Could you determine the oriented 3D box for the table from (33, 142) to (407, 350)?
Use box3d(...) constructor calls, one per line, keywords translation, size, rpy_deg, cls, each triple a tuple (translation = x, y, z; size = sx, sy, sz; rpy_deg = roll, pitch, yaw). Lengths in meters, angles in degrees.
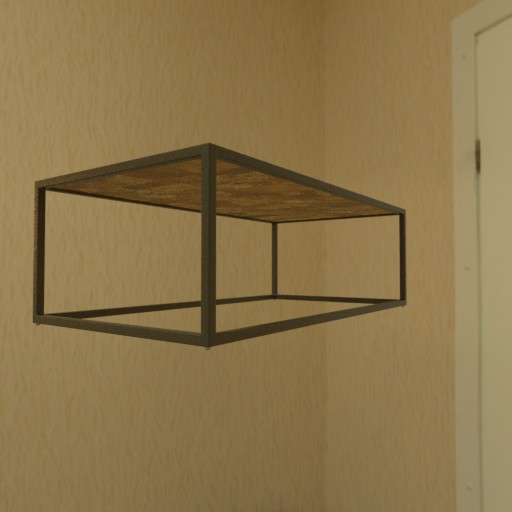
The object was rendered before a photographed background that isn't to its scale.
box3d(translation=(0.000, 0.000, 1.518), size=(0.649, 0.398, 1.199), rpy_deg=(-1, -2, 36), cls="table")
